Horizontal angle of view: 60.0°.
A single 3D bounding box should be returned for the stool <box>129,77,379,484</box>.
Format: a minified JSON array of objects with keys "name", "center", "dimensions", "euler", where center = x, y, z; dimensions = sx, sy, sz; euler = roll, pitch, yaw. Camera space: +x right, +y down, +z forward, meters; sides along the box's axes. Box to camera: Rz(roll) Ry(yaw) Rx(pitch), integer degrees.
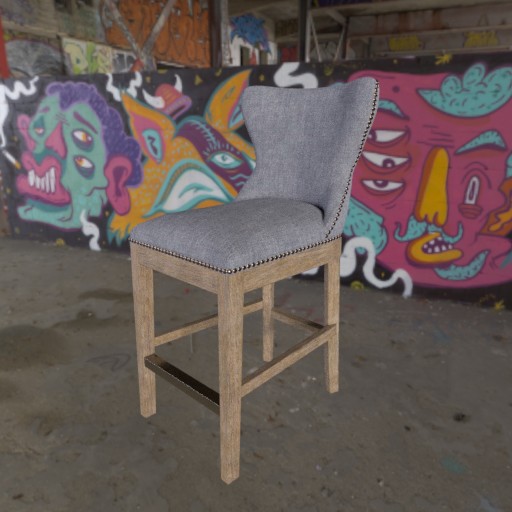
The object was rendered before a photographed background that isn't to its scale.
[{"name":"stool","center":[0.000,0.000,1.304],"dimensions":[0.498,0.981,0.608],"euler":[16,23,42]}]
